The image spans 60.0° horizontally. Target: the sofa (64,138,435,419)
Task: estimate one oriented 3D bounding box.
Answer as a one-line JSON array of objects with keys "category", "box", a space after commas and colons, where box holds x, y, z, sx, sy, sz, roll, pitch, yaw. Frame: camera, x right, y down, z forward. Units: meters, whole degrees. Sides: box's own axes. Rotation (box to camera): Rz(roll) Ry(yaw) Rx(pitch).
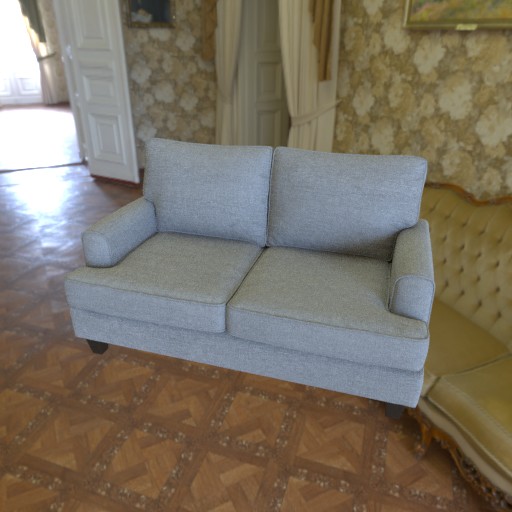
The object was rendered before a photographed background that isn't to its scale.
[{"category": "sofa", "box": [0.000, 0.000, 2.221, 1.651, 0.965, 0.965, 8, 27, 15]}]
